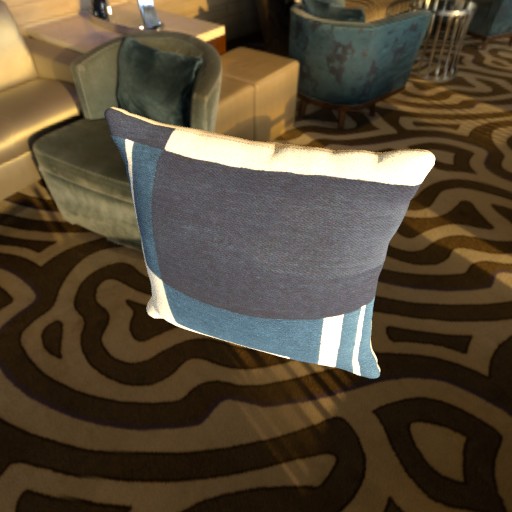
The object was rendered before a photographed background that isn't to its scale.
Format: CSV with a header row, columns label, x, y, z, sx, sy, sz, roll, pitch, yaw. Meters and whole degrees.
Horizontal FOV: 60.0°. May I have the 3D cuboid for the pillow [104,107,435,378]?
label,x,y,z,sx,sy,sz,roll,pitch,yaw
pillow,0.000,0.000,0.809,0.536,0.506,0.229,13,43,14
